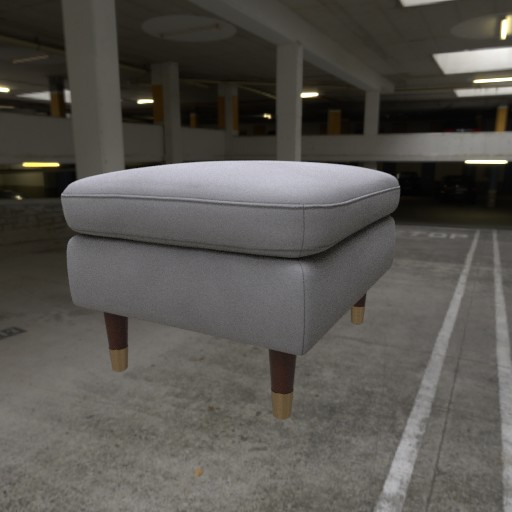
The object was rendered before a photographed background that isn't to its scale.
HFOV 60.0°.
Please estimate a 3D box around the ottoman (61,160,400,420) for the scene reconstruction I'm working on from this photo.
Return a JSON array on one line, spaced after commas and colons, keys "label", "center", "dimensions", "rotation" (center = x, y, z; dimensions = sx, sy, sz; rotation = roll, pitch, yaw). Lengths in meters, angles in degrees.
[{"label": "ottoman", "center": [0.000, 0.000, 1.137], "dimensions": [0.593, 0.478, 0.747], "rotation": [6, 14, 27]}]
